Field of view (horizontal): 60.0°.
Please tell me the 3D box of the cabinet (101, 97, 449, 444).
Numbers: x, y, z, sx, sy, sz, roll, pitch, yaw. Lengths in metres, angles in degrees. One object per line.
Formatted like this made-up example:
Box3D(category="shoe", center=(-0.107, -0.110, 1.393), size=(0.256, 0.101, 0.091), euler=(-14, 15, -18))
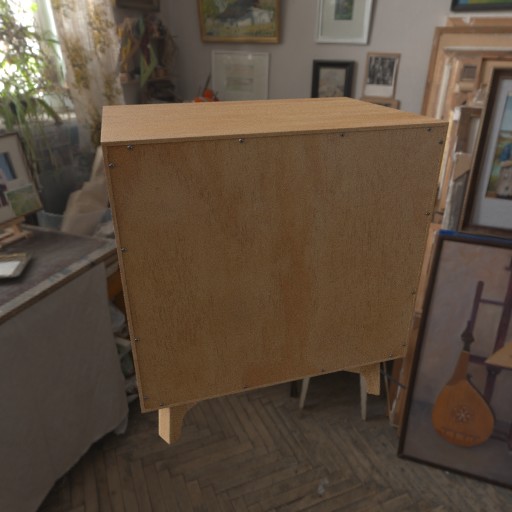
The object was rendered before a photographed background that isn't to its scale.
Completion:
Box3D(category="cabinet", center=(0.000, 0.000, 0.963), size=(0.551, 0.599, 0.394), euler=(-8, 27, -15))
